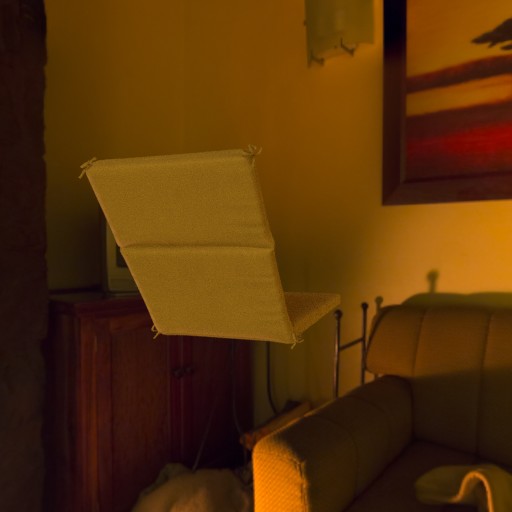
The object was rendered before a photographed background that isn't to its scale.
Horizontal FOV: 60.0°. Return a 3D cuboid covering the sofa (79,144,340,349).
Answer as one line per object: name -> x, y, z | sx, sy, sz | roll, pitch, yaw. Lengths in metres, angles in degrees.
sofa -> 0.000, 0.000, 1.985 | 0.582, 0.622, 1.663 | 0, 1, 19
